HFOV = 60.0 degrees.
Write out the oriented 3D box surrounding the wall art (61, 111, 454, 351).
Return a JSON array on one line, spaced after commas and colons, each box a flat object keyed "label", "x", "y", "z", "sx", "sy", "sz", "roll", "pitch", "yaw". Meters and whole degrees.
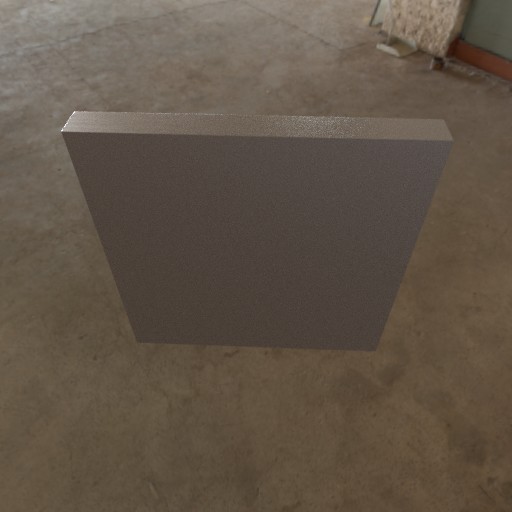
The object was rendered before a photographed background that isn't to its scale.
[{"label": "wall art", "x": 0.000, "y": 0.000, "z": 0.534, "sx": 0.350, "sy": 0.350, "sz": 0.038, "roll": 2, "pitch": 47, "yaw": 2}]
